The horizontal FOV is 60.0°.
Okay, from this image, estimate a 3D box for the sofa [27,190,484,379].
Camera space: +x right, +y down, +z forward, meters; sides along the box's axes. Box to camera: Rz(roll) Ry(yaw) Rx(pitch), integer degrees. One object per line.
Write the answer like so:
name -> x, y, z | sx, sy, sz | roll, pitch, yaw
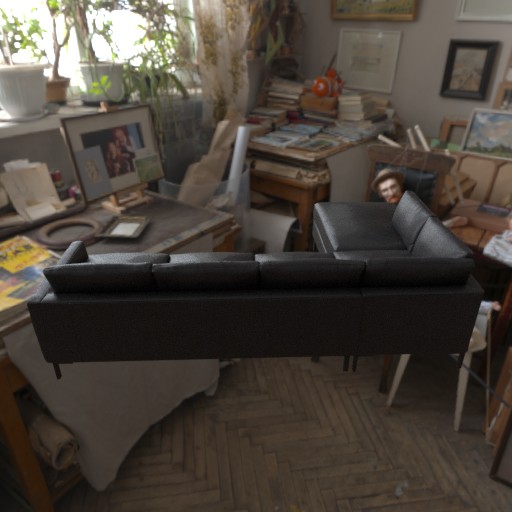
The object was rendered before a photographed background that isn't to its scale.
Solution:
sofa -> 0.000, 0.000, 3.770 | 2.984, 0.877, 1.938 | -1, 28, -2
